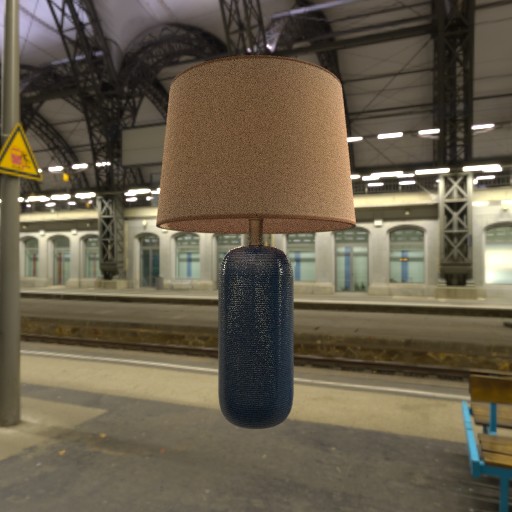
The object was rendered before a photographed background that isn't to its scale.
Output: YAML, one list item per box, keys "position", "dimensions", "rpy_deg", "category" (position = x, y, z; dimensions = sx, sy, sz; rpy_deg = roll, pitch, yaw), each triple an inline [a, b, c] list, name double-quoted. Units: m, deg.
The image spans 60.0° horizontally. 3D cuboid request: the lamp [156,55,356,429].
- position: [0.000, 0.000, 0.833]
  dimensions: [0.367, 0.609, 0.367]
  rpy_deg: [0, -1, 0]
  category: "lamp"
